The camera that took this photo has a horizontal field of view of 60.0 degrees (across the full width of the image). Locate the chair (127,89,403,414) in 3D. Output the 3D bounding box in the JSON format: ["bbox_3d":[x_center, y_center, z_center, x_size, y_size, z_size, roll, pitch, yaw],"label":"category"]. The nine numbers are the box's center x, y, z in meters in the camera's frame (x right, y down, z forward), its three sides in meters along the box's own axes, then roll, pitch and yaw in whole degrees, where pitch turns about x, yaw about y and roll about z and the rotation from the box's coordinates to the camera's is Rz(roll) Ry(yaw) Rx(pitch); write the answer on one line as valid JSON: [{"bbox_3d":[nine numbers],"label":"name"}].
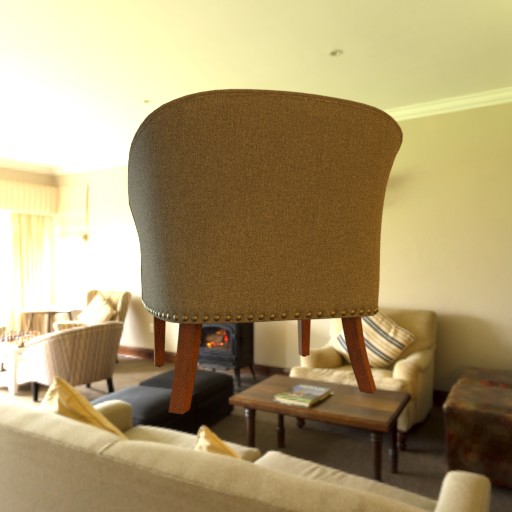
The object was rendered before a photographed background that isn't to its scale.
[{"bbox_3d":[0.000,0.000,1.429,0.798,0.815,0.704,0,0,-17],"label":"chair"}]
